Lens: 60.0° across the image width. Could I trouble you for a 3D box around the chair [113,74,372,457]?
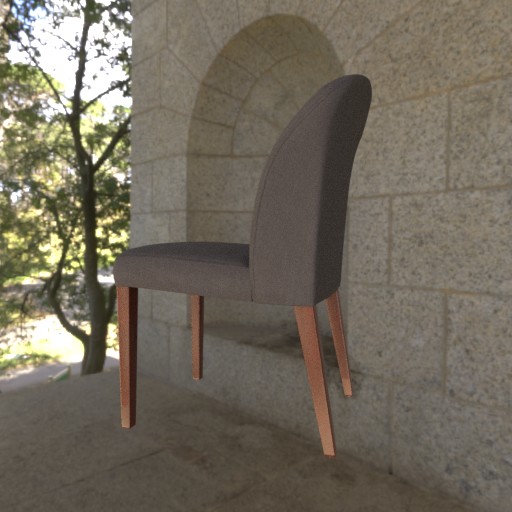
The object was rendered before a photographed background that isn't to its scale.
[{"bbox_3d":[0.000,0.000,1.239,0.619,0.879,0.506,1,2,18],"label":"chair"}]
